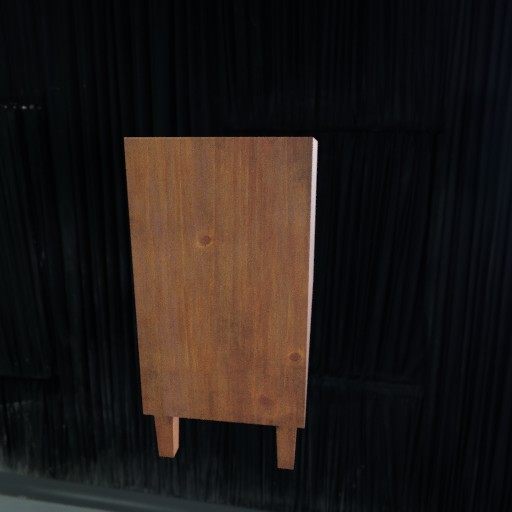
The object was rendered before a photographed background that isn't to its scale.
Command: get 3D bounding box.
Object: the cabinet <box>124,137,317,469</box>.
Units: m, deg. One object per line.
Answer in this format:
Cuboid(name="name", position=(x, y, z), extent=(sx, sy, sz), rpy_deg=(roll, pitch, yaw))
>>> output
Cuboid(name="cabinet", position=(0.000, 0.000, 1.593), extent=(0.403, 0.805, 1.204), rpy_deg=(2, 14, 8))
